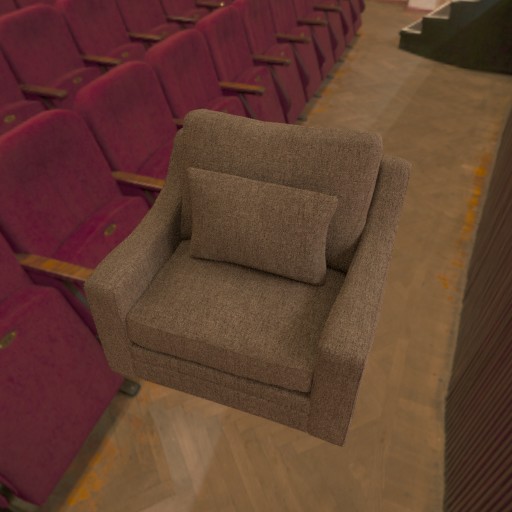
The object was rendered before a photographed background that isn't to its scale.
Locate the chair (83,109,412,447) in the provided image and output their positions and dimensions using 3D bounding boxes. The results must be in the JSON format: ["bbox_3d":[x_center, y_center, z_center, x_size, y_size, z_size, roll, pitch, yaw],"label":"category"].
[{"bbox_3d":[0.000,0.000,1.985,1.138,1.037,1.009,13,42,15],"label":"chair"}]
